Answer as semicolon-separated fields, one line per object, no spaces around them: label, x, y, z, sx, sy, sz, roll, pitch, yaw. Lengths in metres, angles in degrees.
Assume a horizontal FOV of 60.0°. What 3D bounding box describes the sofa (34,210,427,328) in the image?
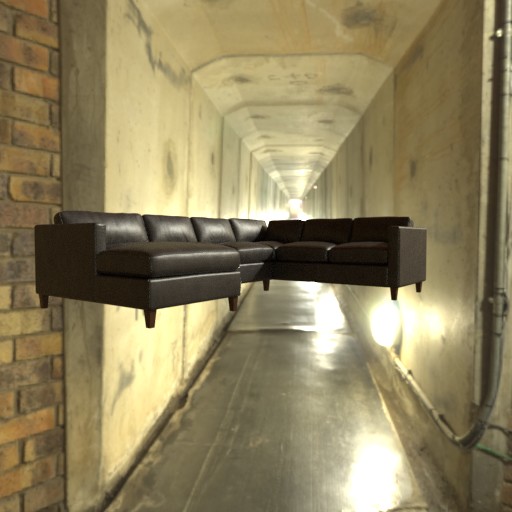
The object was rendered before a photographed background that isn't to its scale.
sofa;0.000;0.000;4.533;2.452;0.891;3.324;2;3;37
